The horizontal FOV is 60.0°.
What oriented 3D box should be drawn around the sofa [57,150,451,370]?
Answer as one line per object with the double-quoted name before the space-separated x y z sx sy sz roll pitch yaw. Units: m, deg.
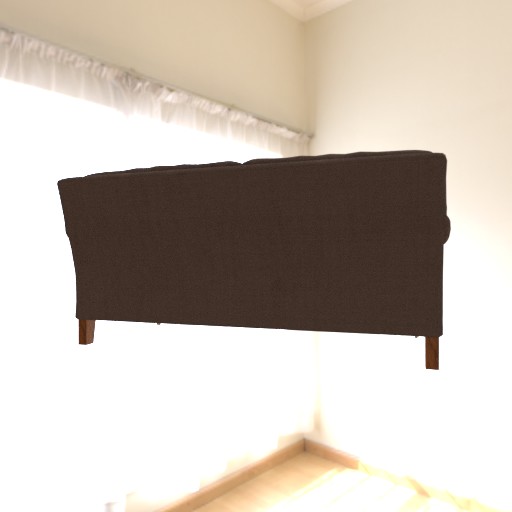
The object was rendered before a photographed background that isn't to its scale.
"sofa" 0.000 0.000 2.752 2.165 1.087 1.086 0 0 18
